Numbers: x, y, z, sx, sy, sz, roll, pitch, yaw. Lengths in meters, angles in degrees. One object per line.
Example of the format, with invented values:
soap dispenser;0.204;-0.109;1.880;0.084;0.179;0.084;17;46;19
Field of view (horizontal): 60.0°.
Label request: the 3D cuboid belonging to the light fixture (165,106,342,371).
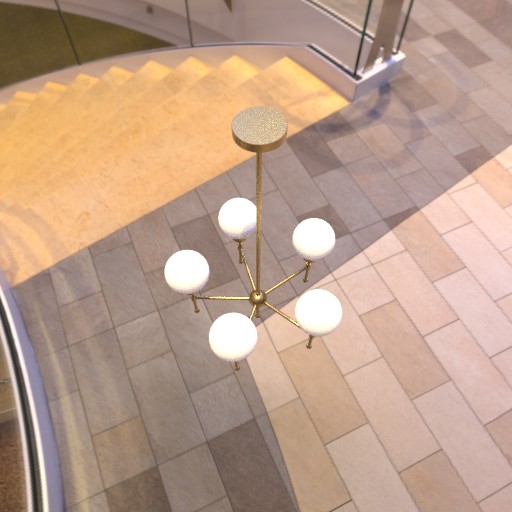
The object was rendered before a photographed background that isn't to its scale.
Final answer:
light fixture;0.000;0.000;1.825;0.815;1.331;0.785;16;59;10
